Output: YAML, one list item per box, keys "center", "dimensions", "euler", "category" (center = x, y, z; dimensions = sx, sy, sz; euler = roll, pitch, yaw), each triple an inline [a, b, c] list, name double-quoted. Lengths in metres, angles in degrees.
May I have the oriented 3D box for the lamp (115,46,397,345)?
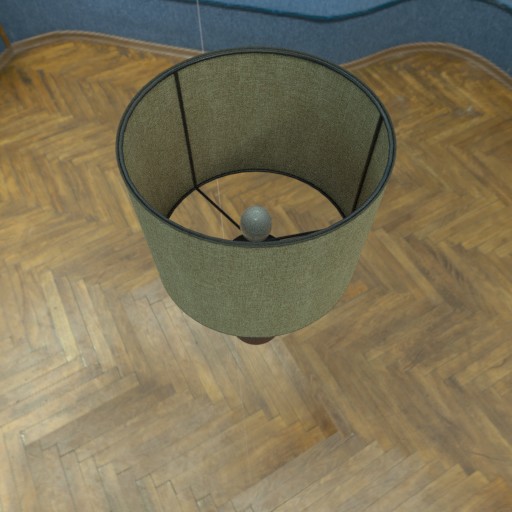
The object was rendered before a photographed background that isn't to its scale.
- center: [0.000, 0.000, 0.471]
  dimensions: [0.202, 0.350, 0.202]
  euler: [0, 58, 0]
  category: "lamp"
